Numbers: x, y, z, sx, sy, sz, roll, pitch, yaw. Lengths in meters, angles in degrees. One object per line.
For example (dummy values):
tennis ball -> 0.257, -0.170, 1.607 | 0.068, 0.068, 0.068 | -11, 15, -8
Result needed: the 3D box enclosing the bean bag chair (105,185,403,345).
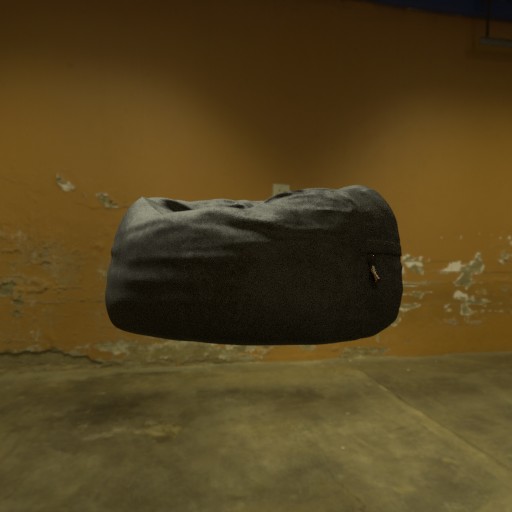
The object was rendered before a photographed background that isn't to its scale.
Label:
bean bag chair -> 0.000, 0.000, 2.406 | 1.525, 0.751, 1.525 | 0, -1, 0
